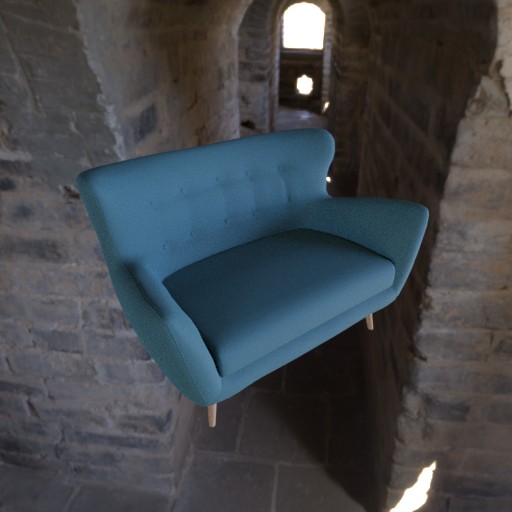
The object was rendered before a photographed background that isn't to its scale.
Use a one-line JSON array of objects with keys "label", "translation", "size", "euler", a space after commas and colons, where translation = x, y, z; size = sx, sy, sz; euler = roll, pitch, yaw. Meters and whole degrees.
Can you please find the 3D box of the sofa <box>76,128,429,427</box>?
[{"label": "sofa", "translation": [0.000, 0.000, 2.017], "size": [1.397, 0.889, 0.889], "euler": [-21, 35, -33]}]
